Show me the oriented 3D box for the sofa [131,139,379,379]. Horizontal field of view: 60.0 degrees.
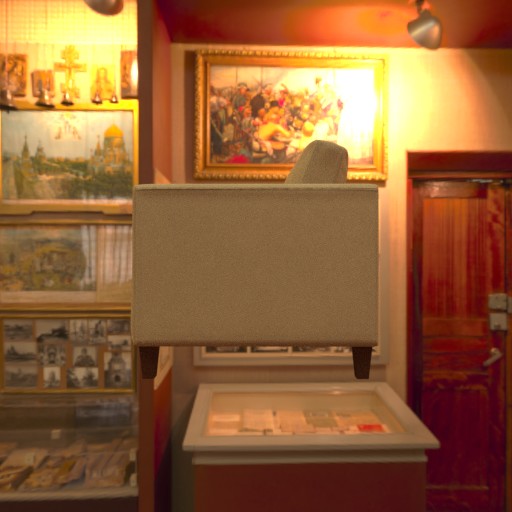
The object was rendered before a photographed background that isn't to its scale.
[{"bbox_3d":[0.000,0.000,2.706,0.948,0.932,2.181,0,0,0],"label":"sofa"}]
